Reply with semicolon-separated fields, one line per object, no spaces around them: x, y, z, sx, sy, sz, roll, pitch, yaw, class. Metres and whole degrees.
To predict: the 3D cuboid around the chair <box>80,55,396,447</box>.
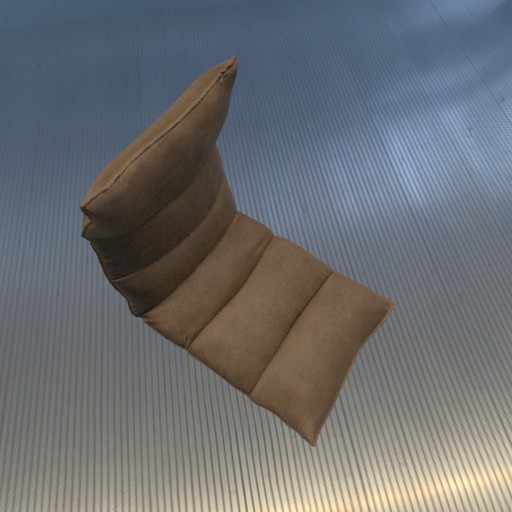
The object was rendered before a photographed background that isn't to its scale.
0.000;0.000;1.543;0.985;0.892;0.714;31;63;17;chair
